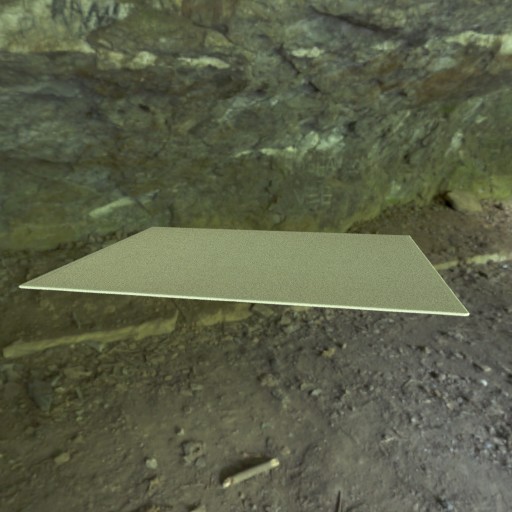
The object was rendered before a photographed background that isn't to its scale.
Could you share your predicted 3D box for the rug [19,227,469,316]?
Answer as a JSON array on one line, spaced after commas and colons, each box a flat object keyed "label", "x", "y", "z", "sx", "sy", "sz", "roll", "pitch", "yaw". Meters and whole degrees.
[{"label": "rug", "x": 0.000, "y": 0.000, "z": 4.065, "sx": 3.051, "sy": 0.020, "sz": 2.407, "roll": 3, "pitch": 14, "yaw": 10}]
